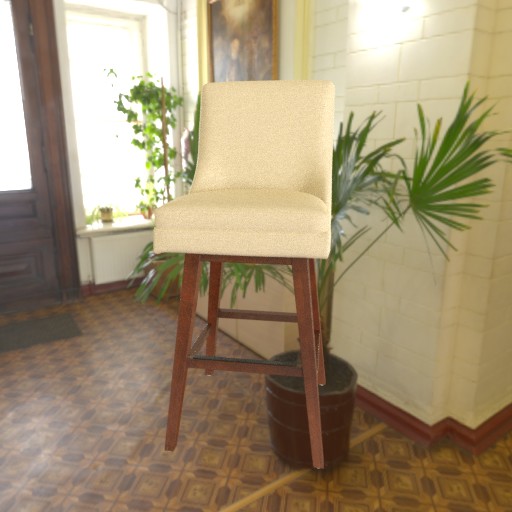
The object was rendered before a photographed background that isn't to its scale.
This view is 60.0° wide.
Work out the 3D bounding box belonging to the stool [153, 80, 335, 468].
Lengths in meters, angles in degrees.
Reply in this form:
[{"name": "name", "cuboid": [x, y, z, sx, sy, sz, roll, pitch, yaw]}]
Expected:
[{"name": "stool", "cuboid": [0.000, 0.000, 1.397, 0.470, 1.097, 0.559, 2, 15, 9]}]
